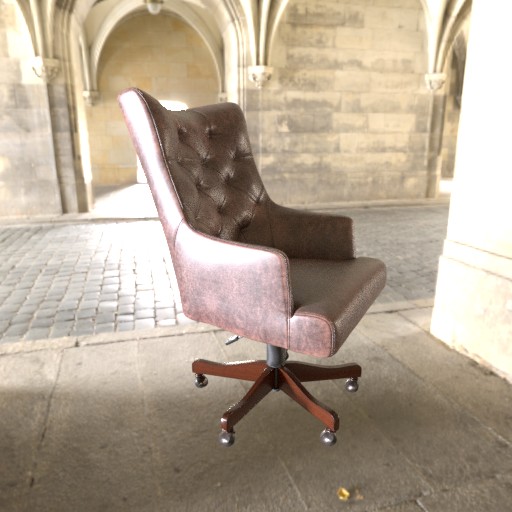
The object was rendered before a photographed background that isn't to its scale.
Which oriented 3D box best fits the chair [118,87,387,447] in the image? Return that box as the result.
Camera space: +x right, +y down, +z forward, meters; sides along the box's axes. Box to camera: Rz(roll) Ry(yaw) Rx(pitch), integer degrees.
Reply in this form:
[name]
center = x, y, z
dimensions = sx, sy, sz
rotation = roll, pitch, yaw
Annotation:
[chair]
center = 0.000, 0.000, 1.484
dimensions = 0.762, 1.035, 0.641
rotation = 7, 16, 26
